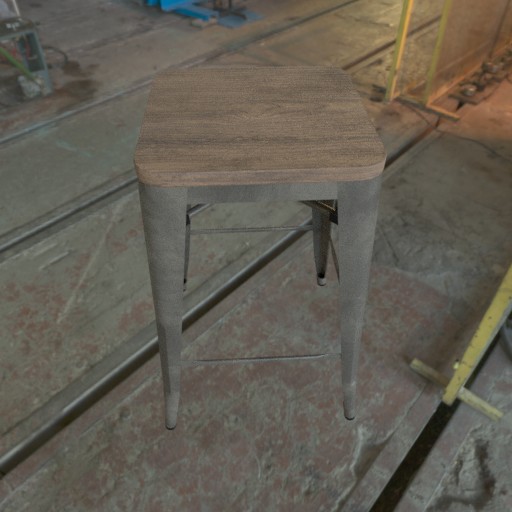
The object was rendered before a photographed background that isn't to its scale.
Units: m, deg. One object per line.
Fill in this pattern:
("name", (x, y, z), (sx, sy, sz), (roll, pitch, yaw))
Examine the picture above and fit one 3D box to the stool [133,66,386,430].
("stool", (0.000, 0.000, 0.867), (0.407, 0.607, 0.407), (-2, 45, -2))
